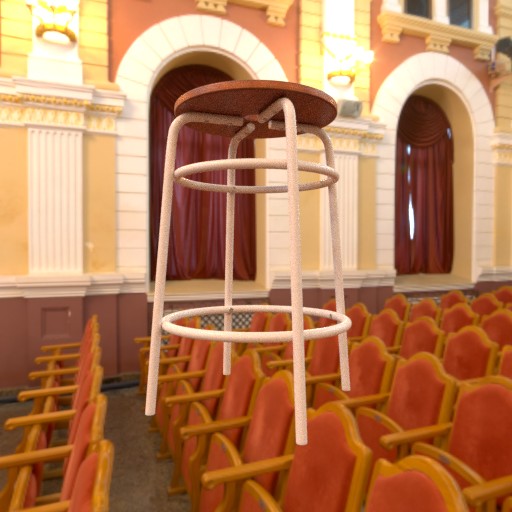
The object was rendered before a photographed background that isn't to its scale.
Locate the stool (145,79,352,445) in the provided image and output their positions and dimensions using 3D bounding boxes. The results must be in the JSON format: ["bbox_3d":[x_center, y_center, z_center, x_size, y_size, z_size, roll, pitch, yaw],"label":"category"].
[{"bbox_3d":[0.000,0.000,0.930,0.455,0.610,0.455,0,1,-20],"label":"stool"}]
